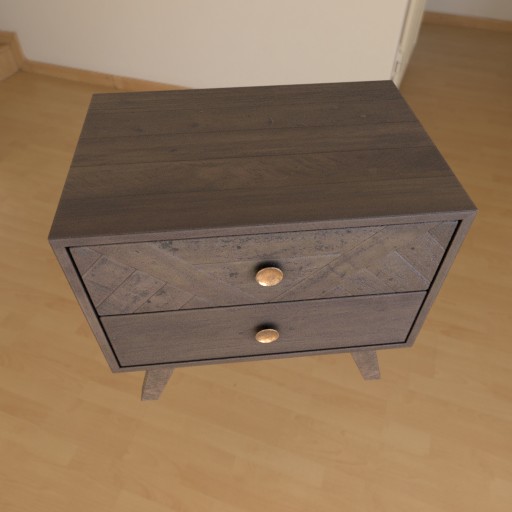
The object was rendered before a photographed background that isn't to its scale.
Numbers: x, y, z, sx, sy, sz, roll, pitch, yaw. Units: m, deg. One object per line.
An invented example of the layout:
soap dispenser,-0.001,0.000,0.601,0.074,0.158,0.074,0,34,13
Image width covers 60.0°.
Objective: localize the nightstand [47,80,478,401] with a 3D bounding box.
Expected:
nightstand,0.000,0.000,1.027,0.650,0.599,0.450,-4,47,-4
